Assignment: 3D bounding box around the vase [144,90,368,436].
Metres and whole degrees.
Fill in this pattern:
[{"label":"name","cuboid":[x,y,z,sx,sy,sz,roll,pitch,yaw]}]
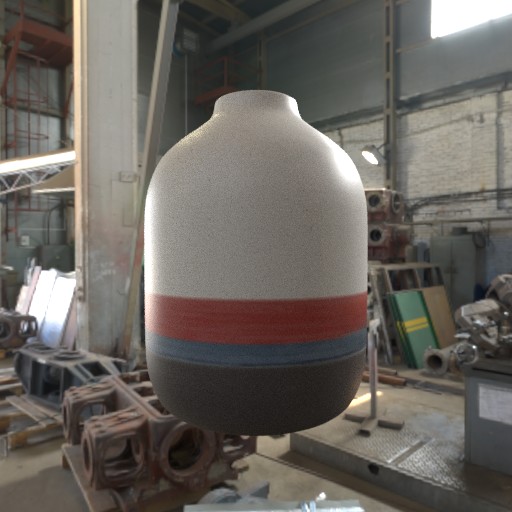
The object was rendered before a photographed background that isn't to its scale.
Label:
[{"label":"vase","cuboid":[0.000,0.000,0.347,0.169,0.237,0.169,0,1,0]}]
